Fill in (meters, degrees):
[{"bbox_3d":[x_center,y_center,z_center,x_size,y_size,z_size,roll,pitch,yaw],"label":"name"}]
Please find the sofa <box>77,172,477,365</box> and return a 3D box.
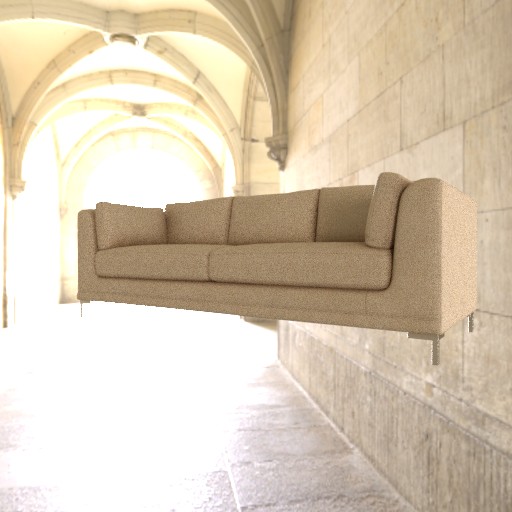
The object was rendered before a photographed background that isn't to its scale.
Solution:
[{"bbox_3d":[0.000,0.000,2.824,2.415,0.867,0.969,0,1,34],"label":"sofa"}]
